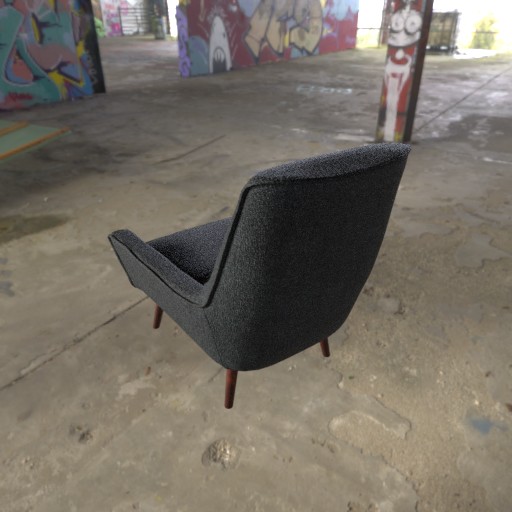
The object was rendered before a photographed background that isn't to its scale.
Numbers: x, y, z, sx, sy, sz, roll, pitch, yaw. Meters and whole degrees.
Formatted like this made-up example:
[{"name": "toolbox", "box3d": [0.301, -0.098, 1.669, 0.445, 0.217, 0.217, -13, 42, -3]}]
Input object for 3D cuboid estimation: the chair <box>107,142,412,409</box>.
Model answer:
[{"name": "chair", "box3d": [0.000, 0.000, 1.518, 0.763, 0.883, 0.859, -19, 35, -29]}]
